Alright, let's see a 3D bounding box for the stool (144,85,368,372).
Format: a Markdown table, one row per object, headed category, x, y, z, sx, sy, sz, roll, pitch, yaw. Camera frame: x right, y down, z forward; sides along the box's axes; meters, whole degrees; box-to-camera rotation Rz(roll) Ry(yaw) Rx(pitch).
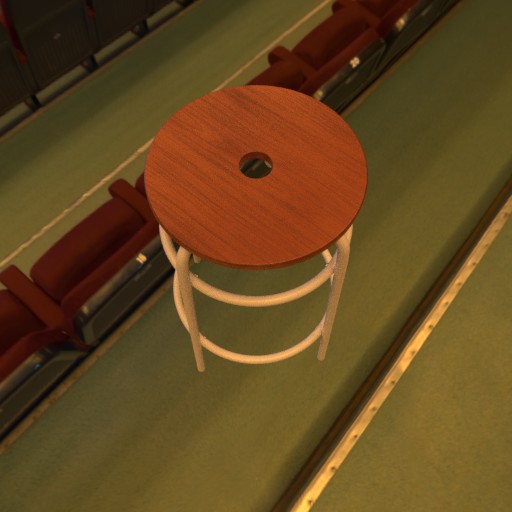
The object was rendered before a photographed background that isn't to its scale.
| category | x | y | z | sx | sy | sz | roll | pitch | yaw |
| --- | --- | --- | --- | --- | --- | --- | --- | --- | --- |
| stool | 0.000 | 0.000 | 0.937 | 0.455 | 0.610 | 0.455 | 37 | 69 | 17 |
